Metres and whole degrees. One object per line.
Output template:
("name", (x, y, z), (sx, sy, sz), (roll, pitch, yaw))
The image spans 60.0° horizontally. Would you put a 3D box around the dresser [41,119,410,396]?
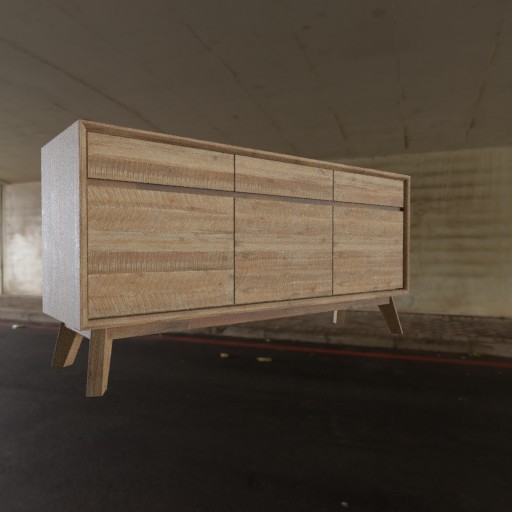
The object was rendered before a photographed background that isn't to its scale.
("dresser", (0.000, 0.000, 1.912), (1.602, 0.788, 0.455), (-1, 1, -38))
